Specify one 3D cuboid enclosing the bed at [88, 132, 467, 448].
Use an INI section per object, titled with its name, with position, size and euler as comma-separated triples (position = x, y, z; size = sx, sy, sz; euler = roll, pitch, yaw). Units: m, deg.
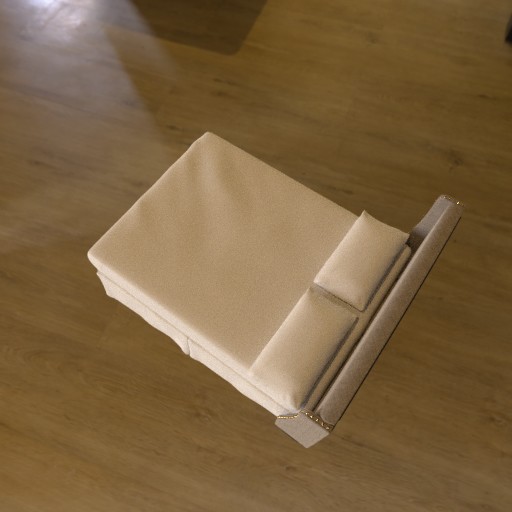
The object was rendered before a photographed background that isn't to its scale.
[bed]
position = 0.000, 0.000, 3.413
size = 2.237, 1.407, 1.710
euler = 33, 68, 15
